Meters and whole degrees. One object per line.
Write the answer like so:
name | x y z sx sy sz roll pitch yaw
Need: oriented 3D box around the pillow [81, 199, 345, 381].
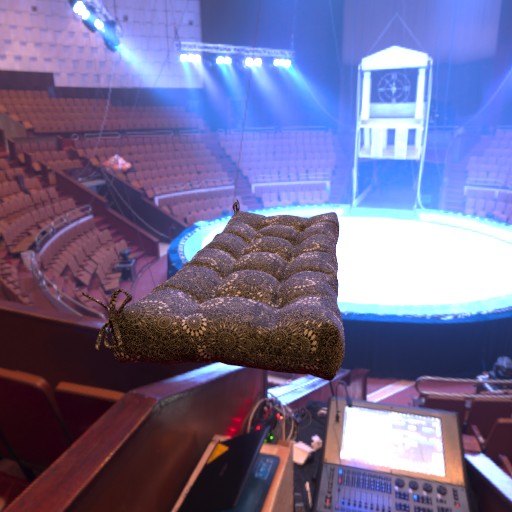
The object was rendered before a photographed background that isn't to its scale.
pillow | 0.000 0.000 1.343 0.511 0.174 1.194 3 16 9
